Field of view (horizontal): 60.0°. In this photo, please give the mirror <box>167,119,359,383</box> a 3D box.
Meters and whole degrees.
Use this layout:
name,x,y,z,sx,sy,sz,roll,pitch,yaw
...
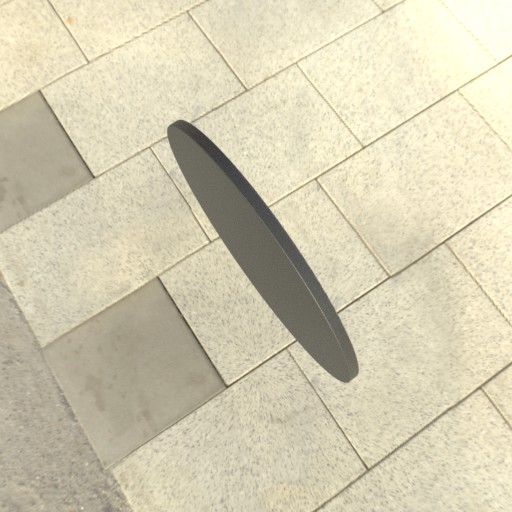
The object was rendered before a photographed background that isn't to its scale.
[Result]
name,x,y,z,sx,sy,sz,roll,pitch,yaw
mirror,0.000,0.000,1.615,0.036,1.077,1.077,-35,78,-8
